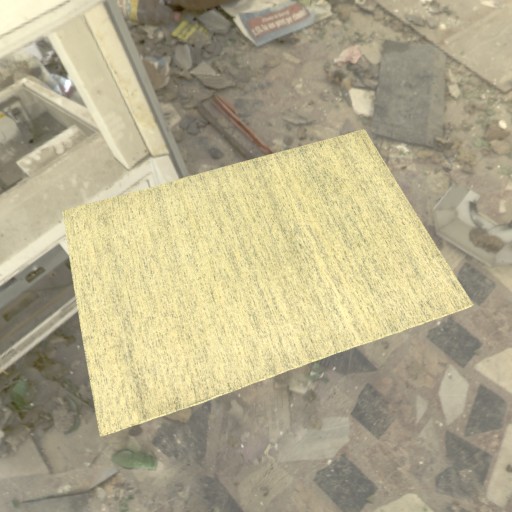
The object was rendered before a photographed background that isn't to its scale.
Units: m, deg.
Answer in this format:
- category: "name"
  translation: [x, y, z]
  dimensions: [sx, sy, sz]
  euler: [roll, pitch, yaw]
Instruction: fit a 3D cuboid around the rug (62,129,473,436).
- category: "rug"
  translation: [0.000, 0.000, 2.839]
  dimensions: [2.263, 0.017, 1.523]
  euler: [-17, 63, -9]
